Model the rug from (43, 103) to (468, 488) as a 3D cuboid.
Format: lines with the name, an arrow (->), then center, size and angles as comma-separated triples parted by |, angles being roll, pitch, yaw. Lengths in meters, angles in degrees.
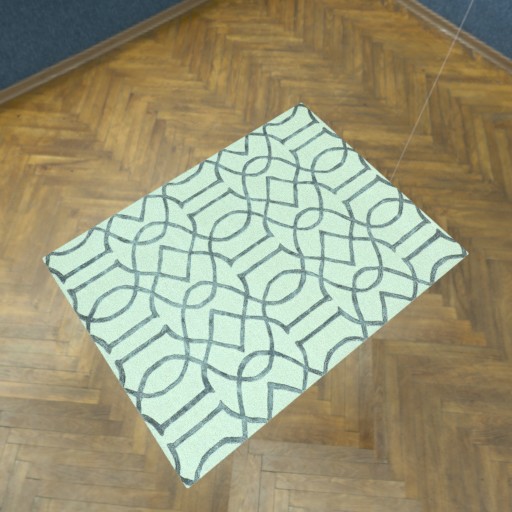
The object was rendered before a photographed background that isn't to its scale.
rug -> 0.000, 0.000, 3.788 | 2.910, 0.021, 2.211 | -35, 69, -16
